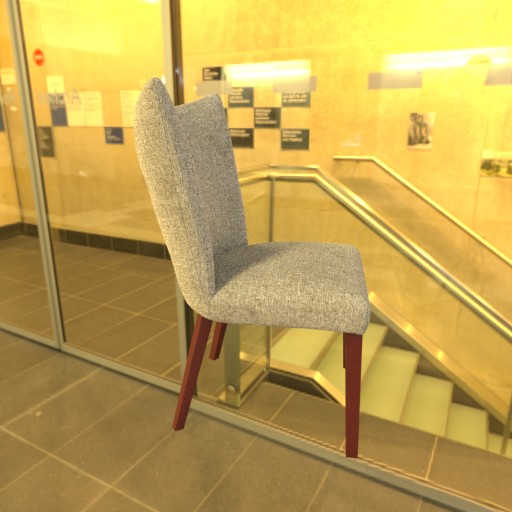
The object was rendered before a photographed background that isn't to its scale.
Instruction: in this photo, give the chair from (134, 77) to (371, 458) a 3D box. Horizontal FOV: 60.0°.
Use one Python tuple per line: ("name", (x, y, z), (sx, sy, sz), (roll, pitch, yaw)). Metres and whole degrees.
("chair", (0.000, 0.000, 1.282), (0.623, 0.924, 0.535), (3, 17, 9))
